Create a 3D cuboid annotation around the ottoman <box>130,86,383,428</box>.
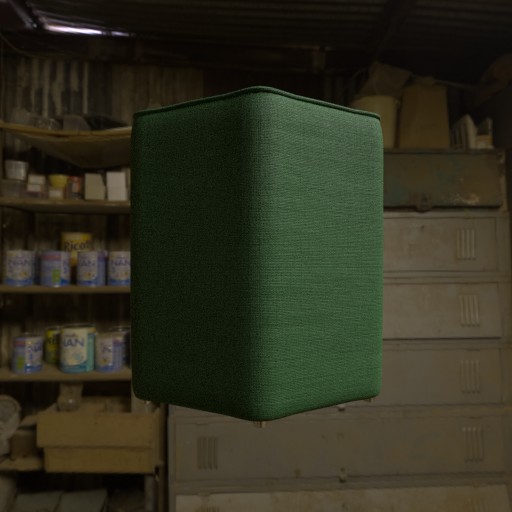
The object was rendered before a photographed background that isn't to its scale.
[{"bbox_3d":[0.000,0.000,0.882,0.444,0.507,0.499,0,-1,-2],"label":"ottoman"}]
